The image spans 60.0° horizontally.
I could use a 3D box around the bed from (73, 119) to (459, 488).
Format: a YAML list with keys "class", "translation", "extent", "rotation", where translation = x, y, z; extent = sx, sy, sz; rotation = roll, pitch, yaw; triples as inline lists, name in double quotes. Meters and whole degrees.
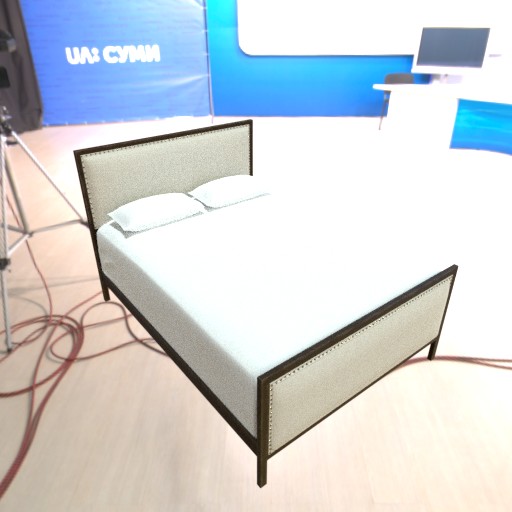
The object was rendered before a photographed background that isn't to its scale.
- class: "bed"
  translation: [0.000, 0.000, 3.182]
  extent: [1.607, 1.313, 2.221]
  rotation: [-21, 36, -32]
